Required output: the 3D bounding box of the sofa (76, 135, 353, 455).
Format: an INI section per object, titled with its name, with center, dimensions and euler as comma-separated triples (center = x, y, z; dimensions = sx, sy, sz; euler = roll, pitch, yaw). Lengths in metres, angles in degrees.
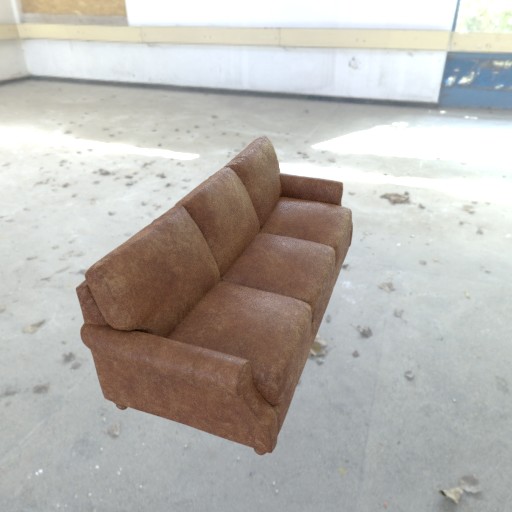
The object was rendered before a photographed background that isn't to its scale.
[sofa]
center = 0.000, 0.000, 2.881
dimensions = 0.973, 0.977, 2.351
euler = 11, 32, 17
